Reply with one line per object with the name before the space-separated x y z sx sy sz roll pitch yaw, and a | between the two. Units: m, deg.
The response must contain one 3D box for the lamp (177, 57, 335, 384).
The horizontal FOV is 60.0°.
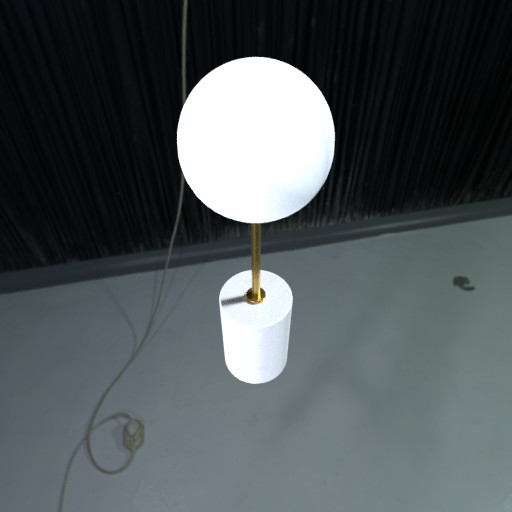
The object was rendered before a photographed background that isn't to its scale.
lamp | 0.000 0.000 0.556 0.153 0.480 0.153 0 47 0
